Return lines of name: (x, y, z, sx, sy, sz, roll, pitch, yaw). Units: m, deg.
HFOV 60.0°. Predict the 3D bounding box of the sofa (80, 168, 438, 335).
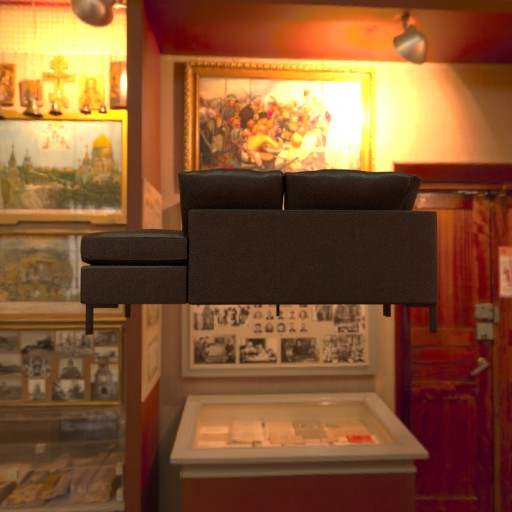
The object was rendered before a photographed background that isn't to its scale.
sofa: (0.000, 0.000, 3.818, 1.939, 0.900, 2.956, 0, -1, -1)
